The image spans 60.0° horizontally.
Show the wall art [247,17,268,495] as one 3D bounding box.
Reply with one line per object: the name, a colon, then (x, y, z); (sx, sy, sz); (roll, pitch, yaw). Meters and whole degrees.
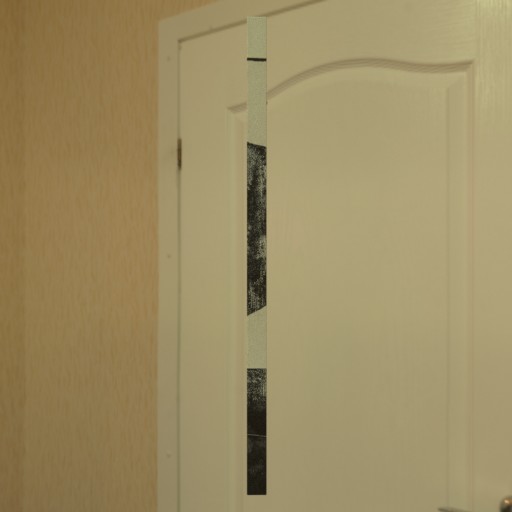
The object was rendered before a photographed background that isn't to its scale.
wall art: (0.000, 0.000, 1.152); (0.041, 0.915, 0.610); (0, 0, -1)
